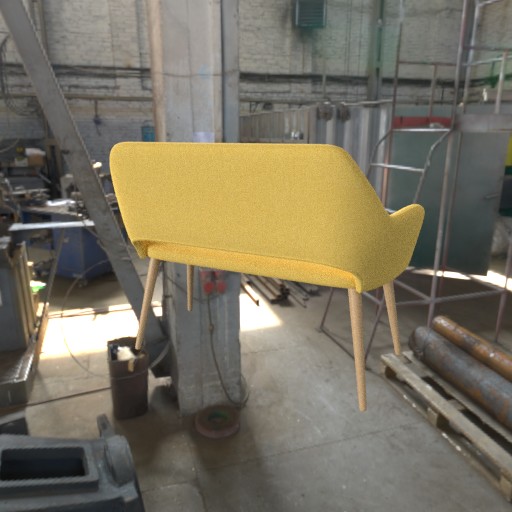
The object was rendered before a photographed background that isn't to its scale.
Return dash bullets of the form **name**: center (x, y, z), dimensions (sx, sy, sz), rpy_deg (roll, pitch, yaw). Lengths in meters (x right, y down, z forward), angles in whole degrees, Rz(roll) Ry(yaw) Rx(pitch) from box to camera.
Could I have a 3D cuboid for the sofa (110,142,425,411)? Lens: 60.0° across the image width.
- **sofa**: center (0.000, 0.000, 1.676), dimensions (1.150, 0.840, 0.610), rpy_deg (8, 17, 26)
